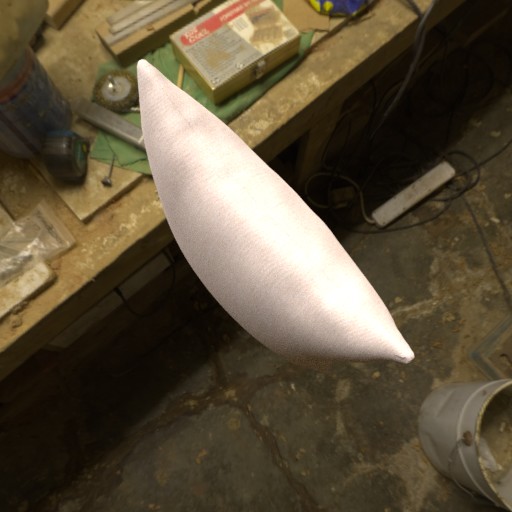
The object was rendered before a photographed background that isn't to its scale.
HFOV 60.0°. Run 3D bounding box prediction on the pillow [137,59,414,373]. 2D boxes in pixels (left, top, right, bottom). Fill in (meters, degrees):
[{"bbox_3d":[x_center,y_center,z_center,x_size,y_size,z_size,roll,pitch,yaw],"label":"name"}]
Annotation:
[{"bbox_3d":[0.000,0.000,0.665,0.173,0.436,0.433,-39,79,-9],"label":"pillow"}]
